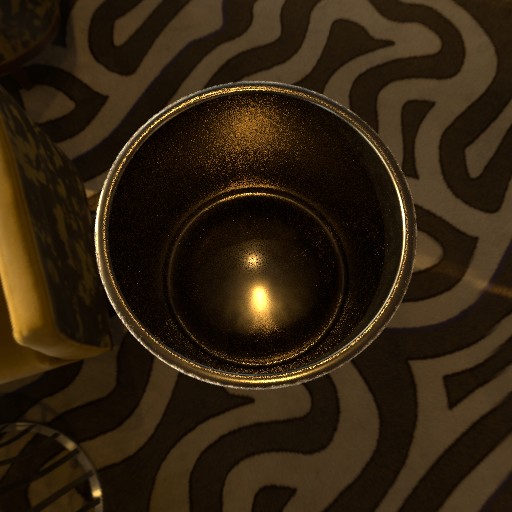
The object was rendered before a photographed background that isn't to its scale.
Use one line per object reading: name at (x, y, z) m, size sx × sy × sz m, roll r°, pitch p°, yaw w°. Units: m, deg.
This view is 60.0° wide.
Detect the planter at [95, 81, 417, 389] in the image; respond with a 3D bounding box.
planter at (0.000, 0.000, 0.315) m, size 0.178 × 0.157 × 0.178 m, roll 0°, pitch 76°, yaw 0°
